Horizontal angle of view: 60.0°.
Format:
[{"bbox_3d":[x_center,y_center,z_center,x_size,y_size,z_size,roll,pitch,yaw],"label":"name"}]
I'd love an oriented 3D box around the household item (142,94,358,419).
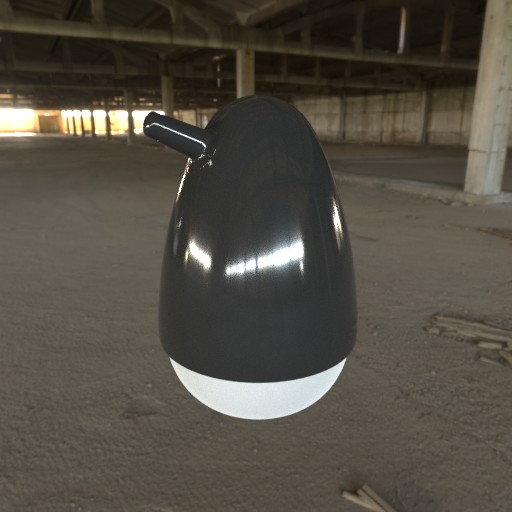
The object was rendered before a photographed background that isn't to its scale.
[{"bbox_3d":[0.000,0.000,0.221,0.104,0.152,0.102,-9,19,-26],"label":"household item"}]
